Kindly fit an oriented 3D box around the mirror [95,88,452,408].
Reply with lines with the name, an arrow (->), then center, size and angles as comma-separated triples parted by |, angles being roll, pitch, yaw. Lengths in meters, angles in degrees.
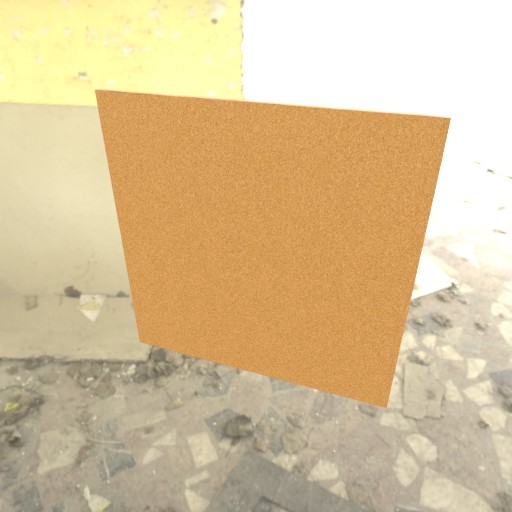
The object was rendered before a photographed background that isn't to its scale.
mirror -> 0.000, 0.000, 1.183 | 0.804, 0.804, 0.061 | 11, 33, 17
